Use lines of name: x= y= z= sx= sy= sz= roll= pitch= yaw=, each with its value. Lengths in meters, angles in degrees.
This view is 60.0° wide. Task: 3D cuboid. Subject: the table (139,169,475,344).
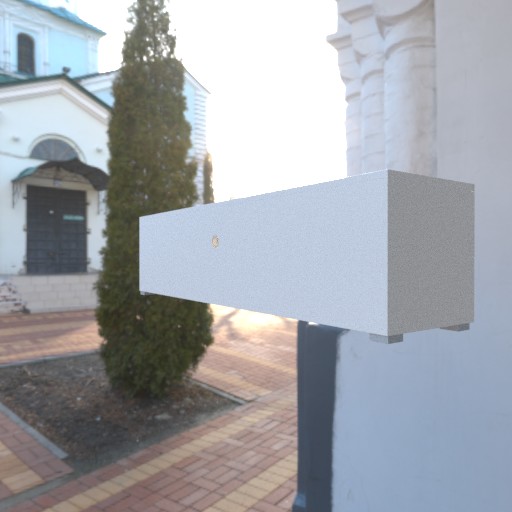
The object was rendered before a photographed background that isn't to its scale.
table: x=0.000 y=0.000 z=1.847 sx=0.390 sy=0.420 sz=1.650 roll=0 pitch=0 yaw=-35
